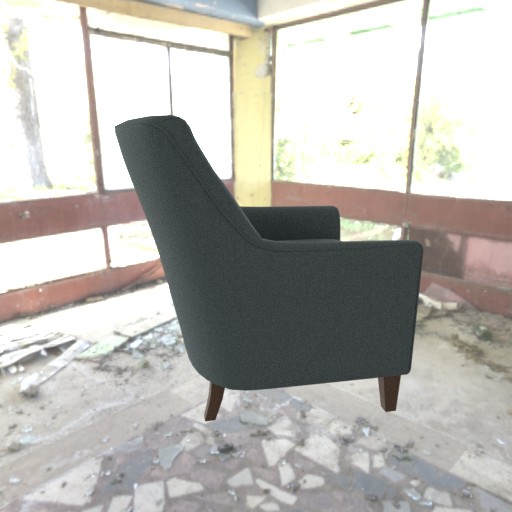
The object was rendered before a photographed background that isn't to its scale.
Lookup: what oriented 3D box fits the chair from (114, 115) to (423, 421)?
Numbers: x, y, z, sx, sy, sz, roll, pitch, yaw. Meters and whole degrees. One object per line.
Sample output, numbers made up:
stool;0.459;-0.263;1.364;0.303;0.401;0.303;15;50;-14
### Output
chair;0.000;0.000;1.565;0.879;0.916;0.756;-3;15;-10
